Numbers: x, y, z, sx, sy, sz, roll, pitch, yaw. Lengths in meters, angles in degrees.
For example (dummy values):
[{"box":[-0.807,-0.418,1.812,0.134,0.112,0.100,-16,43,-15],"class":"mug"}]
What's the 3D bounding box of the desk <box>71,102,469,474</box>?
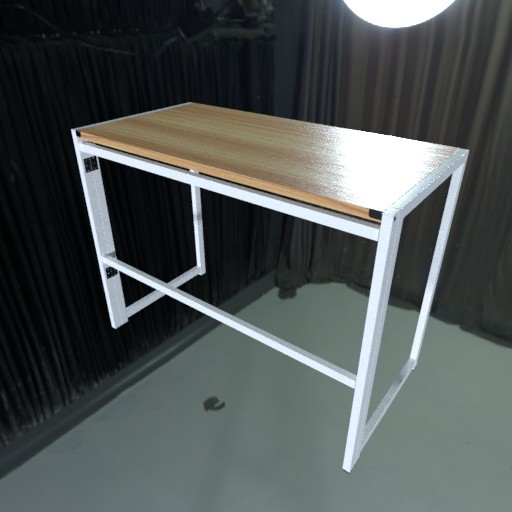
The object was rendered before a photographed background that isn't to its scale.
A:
[{"box":[0.000,0.000,1.435,1.016,0.762,0.508,21,36,31],"class":"desk"}]
